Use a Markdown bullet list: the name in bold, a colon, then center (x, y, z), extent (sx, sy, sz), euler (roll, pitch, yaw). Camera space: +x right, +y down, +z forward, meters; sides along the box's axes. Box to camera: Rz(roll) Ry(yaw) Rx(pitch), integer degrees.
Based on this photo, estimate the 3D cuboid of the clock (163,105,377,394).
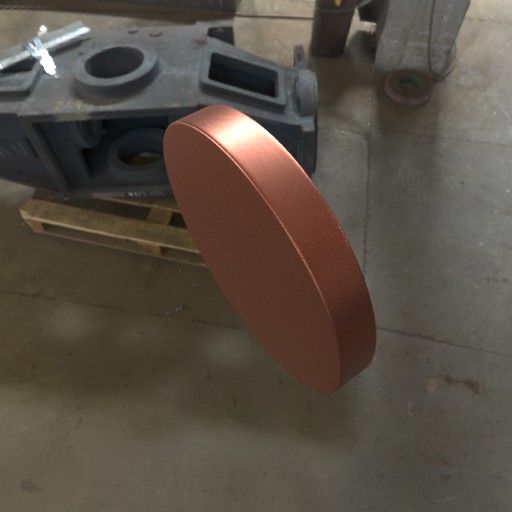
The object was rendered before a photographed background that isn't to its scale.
- **clock**: center (0.000, 0.000, 0.472), extent (0.040, 0.313, 0.313), euler (-31, 64, -17)
